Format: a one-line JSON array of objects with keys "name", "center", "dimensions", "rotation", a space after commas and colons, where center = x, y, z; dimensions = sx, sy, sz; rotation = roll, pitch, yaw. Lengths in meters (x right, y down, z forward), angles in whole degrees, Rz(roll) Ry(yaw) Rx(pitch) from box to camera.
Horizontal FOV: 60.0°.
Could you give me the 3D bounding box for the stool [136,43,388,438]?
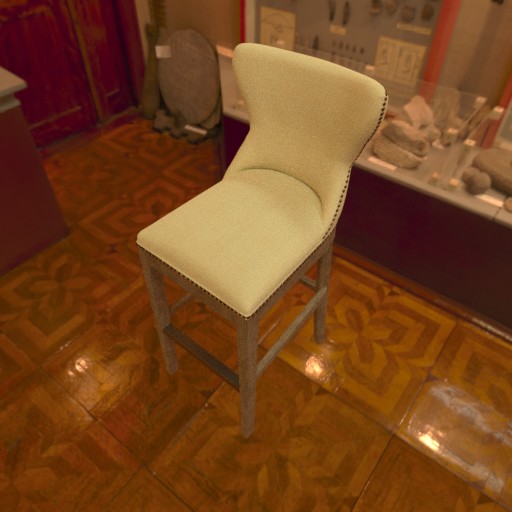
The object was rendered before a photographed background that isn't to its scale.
[{"name": "stool", "center": [0.000, 0.000, 1.448], "dimensions": [0.494, 1.123, 0.606], "rotation": [31, 53, 27]}]
